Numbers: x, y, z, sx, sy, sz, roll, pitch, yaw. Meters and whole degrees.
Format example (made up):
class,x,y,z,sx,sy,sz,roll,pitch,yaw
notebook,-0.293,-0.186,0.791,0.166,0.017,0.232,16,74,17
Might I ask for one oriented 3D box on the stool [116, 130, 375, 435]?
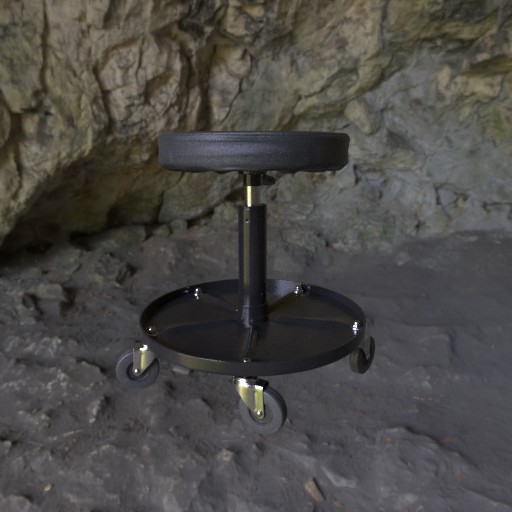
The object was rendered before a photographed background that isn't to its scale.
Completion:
class,x,y,z,sx,sy,sz,roll,pitch,yaw
stool,0.000,0.000,0.685,0.381,0.365,0.382,2,14,9
